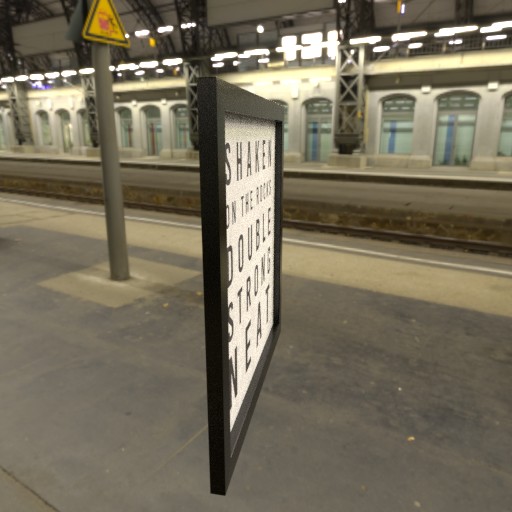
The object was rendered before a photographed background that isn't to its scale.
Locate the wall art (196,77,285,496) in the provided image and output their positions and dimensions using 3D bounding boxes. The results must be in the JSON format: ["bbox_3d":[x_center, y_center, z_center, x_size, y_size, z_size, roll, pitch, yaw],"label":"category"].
[{"bbox_3d":[0.000,0.000,0.515,0.014,0.349,0.349,3,16,11],"label":"wall art"}]
